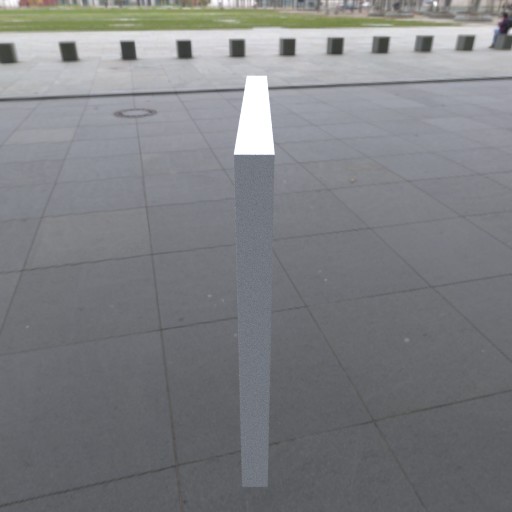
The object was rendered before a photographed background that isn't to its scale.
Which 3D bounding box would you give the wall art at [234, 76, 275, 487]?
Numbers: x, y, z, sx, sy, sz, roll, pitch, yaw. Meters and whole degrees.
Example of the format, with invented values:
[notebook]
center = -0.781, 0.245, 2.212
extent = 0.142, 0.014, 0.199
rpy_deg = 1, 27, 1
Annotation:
[wall art]
center = 0.000, 0.000, 0.759
extent = 0.038, 0.508, 0.507
rpy_deg = 0, 30, 0
